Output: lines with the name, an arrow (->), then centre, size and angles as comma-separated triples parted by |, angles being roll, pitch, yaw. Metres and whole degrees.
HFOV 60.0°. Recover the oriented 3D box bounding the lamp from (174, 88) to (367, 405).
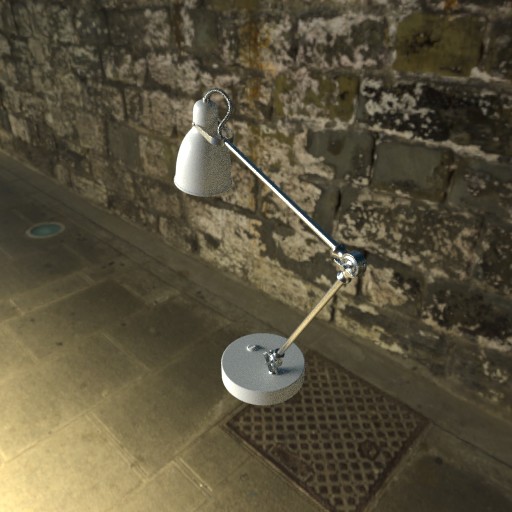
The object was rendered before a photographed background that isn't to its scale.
lamp -> 0.000, 0.000, 0.883 | 0.187, 0.587, 0.561 | -18, 35, -28
